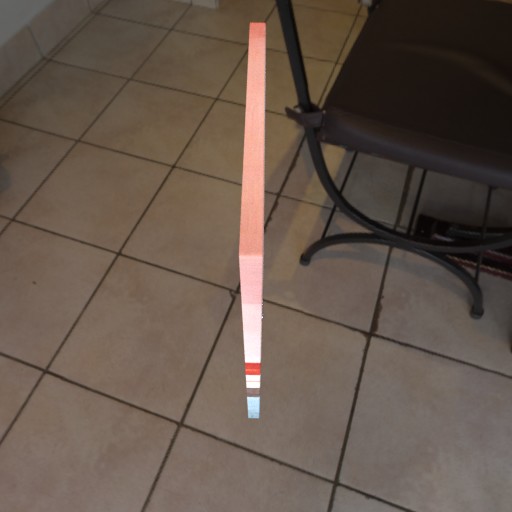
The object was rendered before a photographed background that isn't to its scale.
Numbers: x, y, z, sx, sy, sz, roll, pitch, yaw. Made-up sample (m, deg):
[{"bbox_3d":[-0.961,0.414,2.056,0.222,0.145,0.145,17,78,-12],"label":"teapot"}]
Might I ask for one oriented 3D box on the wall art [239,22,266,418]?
[{"bbox_3d":[0.000,0.000,1.174,0.038,0.914,0.610,1,56,1],"label":"wall art"}]
